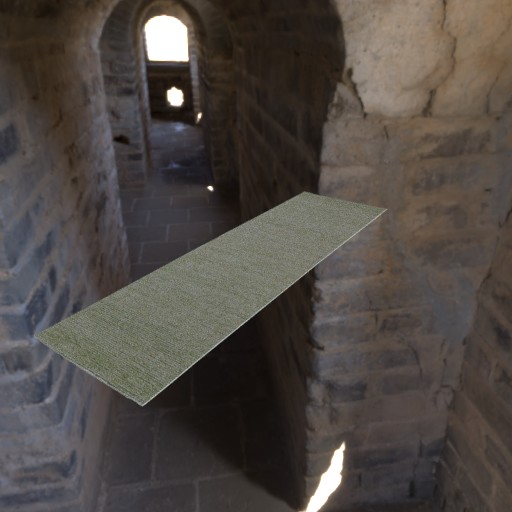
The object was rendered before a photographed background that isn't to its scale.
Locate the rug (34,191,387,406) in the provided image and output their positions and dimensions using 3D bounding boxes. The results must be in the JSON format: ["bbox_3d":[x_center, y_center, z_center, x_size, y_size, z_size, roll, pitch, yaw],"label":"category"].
[{"bbox_3d":[0.000,0.000,2.568,0.686,0.013,2.340,18,32,31],"label":"rug"}]
